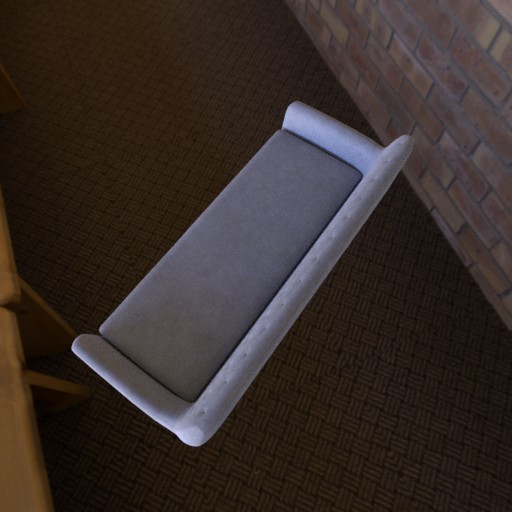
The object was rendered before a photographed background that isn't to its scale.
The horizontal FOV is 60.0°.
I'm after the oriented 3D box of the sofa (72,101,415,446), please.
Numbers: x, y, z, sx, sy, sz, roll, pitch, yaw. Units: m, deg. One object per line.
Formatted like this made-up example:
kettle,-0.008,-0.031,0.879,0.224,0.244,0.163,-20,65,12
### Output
sofa,0.000,0.000,2.495,0.830,0.830,1.970,33,68,15
